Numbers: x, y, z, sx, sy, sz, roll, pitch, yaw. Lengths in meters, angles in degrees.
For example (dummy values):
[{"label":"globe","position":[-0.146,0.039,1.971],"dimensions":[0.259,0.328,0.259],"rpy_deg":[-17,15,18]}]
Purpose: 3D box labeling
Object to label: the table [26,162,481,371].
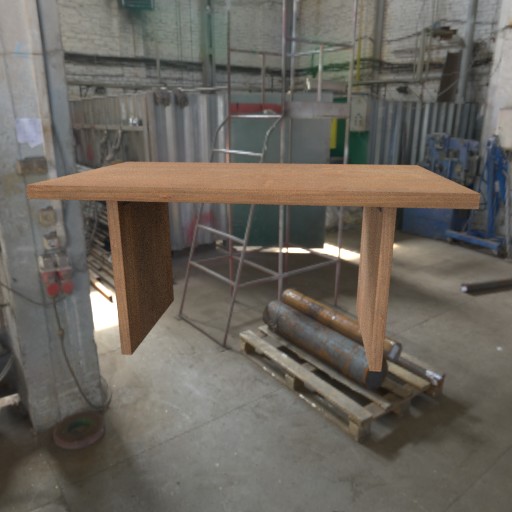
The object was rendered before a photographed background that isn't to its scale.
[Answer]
[{"label":"table","position":[0.000,0.000,2.115],"dimensions":[1.609,0.780,0.946],"rpy_deg":[2,17,7]}]
